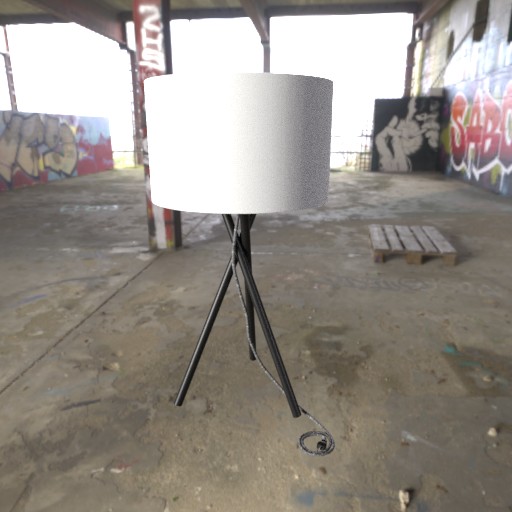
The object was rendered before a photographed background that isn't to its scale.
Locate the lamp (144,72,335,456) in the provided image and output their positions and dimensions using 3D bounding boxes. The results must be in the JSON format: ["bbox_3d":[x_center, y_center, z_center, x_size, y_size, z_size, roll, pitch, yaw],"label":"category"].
[{"bbox_3d":[0.000,0.000,0.920,0.422,0.674,0.353,8,18,25],"label":"lamp"}]
